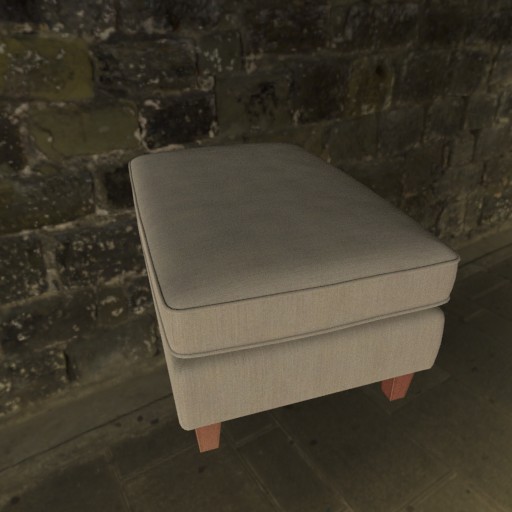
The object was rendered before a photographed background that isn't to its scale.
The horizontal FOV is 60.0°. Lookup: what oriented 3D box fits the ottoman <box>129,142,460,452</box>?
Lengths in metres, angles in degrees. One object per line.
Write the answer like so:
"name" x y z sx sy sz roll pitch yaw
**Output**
"ottoman" 0.000 0.000 1.300 0.636 0.480 0.941 -9 30 -16
